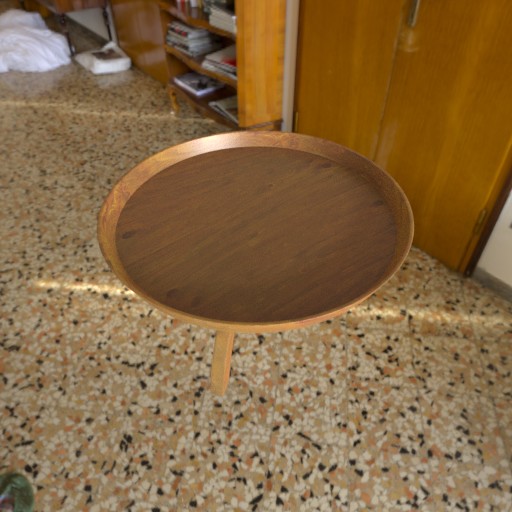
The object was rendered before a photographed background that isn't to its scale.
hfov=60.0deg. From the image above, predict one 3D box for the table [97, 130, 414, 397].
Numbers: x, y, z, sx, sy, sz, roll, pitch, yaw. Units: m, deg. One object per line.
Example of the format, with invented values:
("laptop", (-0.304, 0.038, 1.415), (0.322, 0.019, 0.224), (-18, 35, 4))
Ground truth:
("table", (0.000, 0.000, 1.595), (1.016, 0.470, 1.016), (0, 42, 0))
